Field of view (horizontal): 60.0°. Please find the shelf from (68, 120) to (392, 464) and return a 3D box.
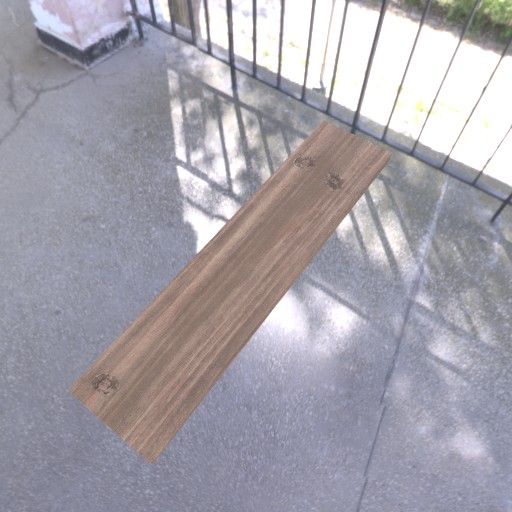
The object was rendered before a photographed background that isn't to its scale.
[{"bbox_3d":[0.000,0.000,0.672,0.140,0.020,0.610,32,64,18],"label":"shelf"}]
